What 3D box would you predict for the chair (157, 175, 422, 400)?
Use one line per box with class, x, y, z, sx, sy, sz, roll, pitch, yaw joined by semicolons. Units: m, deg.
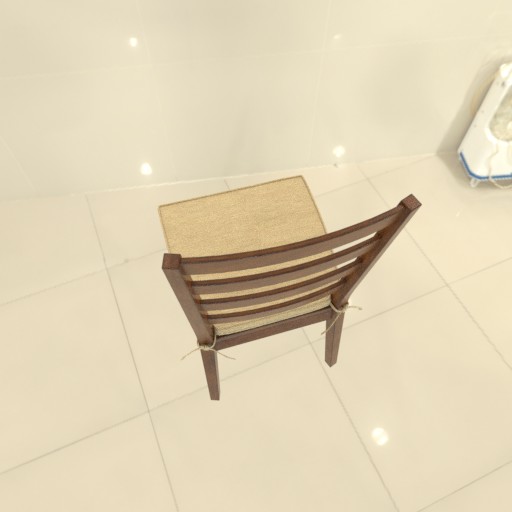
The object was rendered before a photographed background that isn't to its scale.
chair;0.000;0.000;1.359;0.593;0.979;0.595;-14;59;-9
